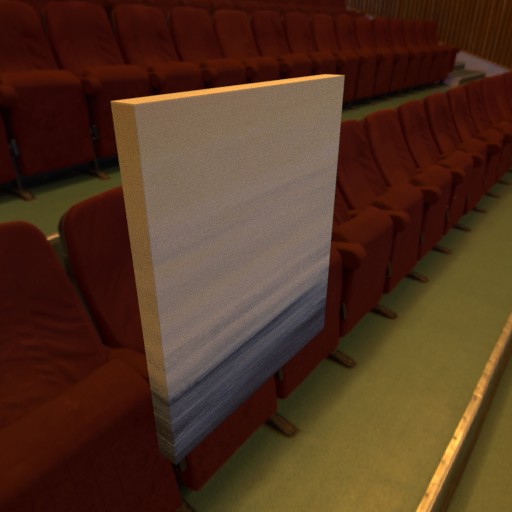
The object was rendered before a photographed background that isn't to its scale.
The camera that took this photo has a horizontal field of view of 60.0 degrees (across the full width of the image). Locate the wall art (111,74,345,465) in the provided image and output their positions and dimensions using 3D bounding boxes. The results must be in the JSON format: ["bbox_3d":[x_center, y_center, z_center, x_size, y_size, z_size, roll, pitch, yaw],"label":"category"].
[{"bbox_3d":[0.000,0.000,0.707,0.037,0.511,0.435,19,32,33],"label":"wall art"}]
